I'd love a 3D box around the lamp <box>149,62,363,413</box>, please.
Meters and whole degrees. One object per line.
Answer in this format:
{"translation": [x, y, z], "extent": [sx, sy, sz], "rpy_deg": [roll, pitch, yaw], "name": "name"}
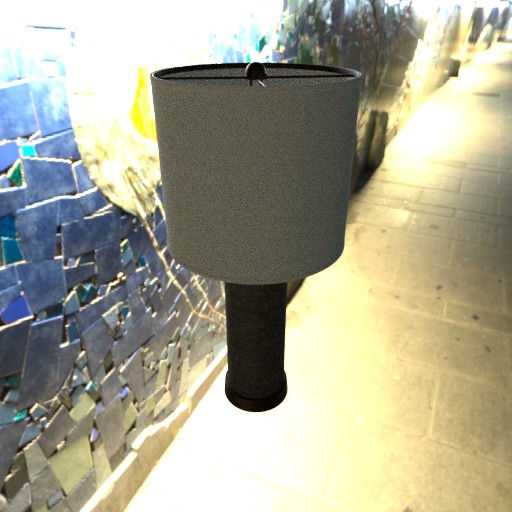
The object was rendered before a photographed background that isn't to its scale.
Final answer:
{"translation": [0.000, 0.000, 0.782], "extent": [0.301, 0.630, 0.301], "rpy_deg": [21, 35, 33], "name": "lamp"}
